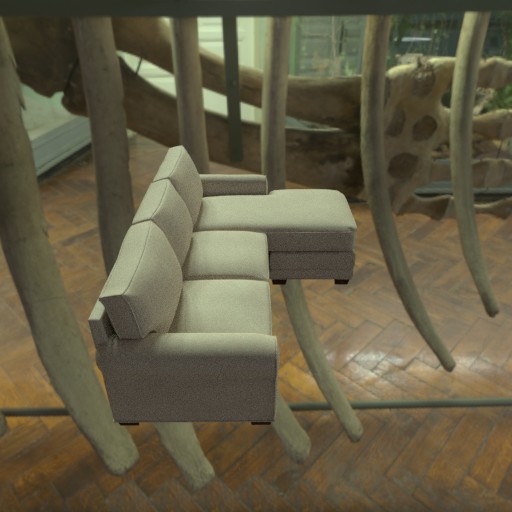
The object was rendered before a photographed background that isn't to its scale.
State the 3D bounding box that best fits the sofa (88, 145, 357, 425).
[{"bbox_3d":[0.000,0.000,2.399,1.226,0.734,1.770,0,32,0],"label":"sofa"}]
